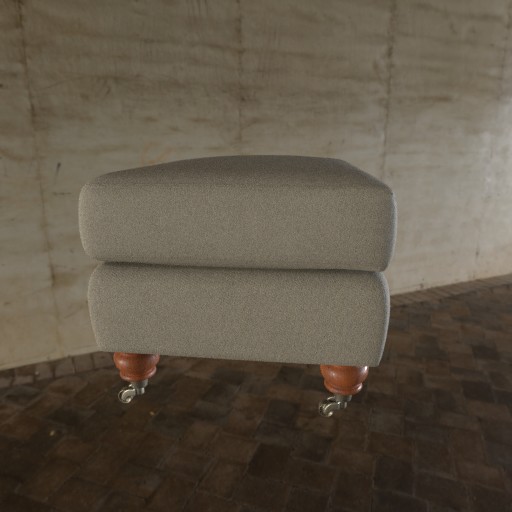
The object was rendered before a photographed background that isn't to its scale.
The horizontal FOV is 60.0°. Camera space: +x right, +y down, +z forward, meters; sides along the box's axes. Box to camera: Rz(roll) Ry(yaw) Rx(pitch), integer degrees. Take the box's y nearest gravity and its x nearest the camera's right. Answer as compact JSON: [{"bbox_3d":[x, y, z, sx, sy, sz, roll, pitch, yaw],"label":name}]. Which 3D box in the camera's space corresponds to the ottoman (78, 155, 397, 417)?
[{"bbox_3d":[0.000,0.000,1.145,0.569,0.504,0.773,2,15,7],"label":"ottoman"}]
